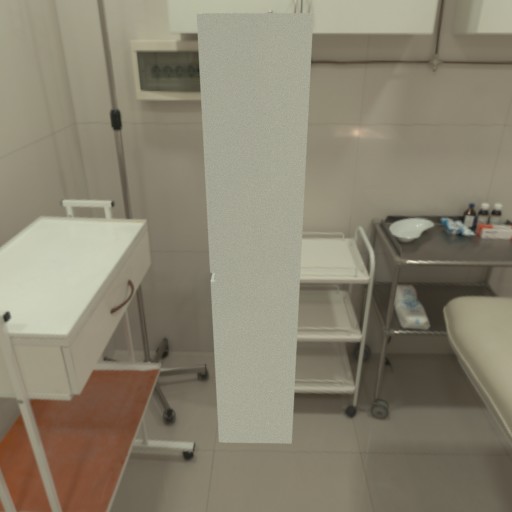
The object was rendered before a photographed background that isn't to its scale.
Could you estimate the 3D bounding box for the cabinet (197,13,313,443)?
[{"bbox_3d":[0.000,0.000,1.469,0.270,1.400,0.300,0,26,1],"label":"cabinet"}]
